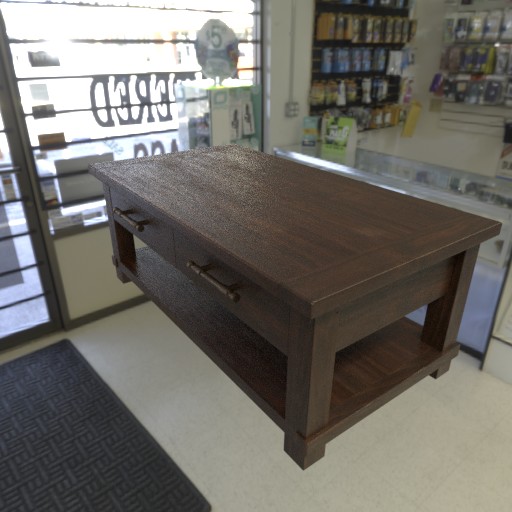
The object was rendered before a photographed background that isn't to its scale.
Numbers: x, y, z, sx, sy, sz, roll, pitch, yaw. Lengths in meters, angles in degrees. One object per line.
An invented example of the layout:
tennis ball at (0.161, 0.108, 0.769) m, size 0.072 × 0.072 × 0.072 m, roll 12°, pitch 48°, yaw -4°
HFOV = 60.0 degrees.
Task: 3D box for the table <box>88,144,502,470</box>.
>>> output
table at (0.000, 0.000, 1.546) m, size 0.700 × 0.494 × 1.270 m, roll -18°, pitch 31°, yaw -32°
